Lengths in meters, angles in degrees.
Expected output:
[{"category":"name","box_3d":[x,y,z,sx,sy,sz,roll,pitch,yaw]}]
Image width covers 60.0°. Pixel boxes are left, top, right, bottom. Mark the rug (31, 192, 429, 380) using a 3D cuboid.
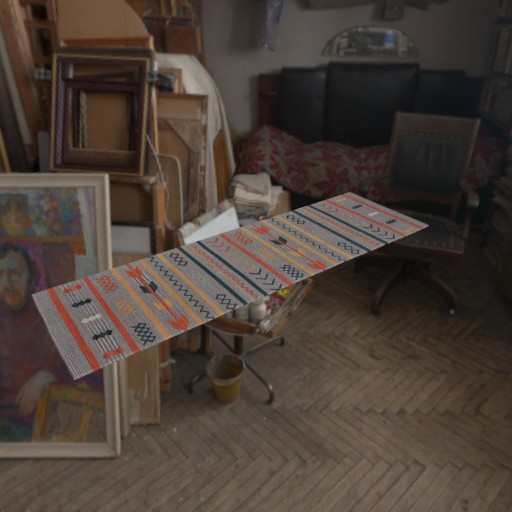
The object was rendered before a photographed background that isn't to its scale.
[{"category":"rug","box_3d":[0.000,0.000,2.699,2.419,0.022,0.744,-20,36,-31]}]
